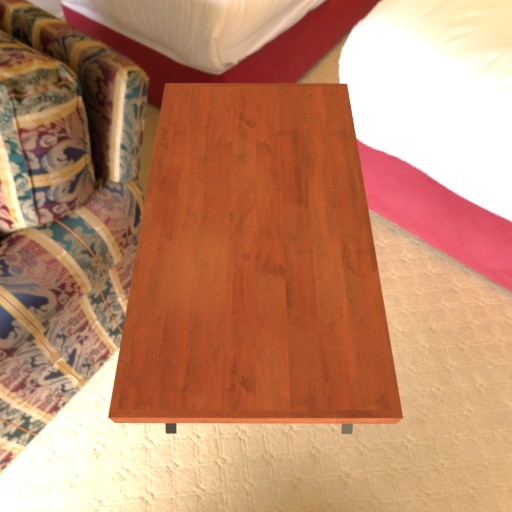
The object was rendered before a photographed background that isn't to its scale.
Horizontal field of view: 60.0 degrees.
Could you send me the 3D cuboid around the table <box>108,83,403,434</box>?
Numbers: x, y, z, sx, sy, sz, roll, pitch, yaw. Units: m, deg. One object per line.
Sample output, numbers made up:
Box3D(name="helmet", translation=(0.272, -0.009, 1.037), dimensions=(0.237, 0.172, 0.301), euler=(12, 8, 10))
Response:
Box3D(name="table", translation=(0.000, 0.000, 1.384), dimensions=(0.610, 0.457, 1.067), euler=(0, 58, 0))
